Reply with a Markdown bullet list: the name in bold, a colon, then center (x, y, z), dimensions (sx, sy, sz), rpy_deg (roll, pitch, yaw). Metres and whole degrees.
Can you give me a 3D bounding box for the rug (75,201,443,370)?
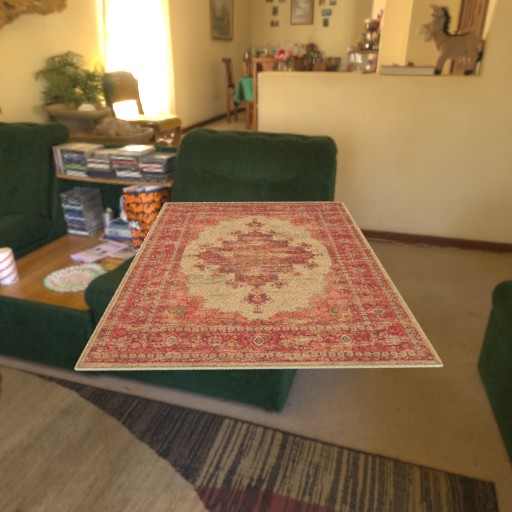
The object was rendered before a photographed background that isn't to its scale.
- **rug**: center (0.000, 0.000, 2.867), dimensions (1.555, 0.011, 2.232), rpy_deg (0, 25, -1)
